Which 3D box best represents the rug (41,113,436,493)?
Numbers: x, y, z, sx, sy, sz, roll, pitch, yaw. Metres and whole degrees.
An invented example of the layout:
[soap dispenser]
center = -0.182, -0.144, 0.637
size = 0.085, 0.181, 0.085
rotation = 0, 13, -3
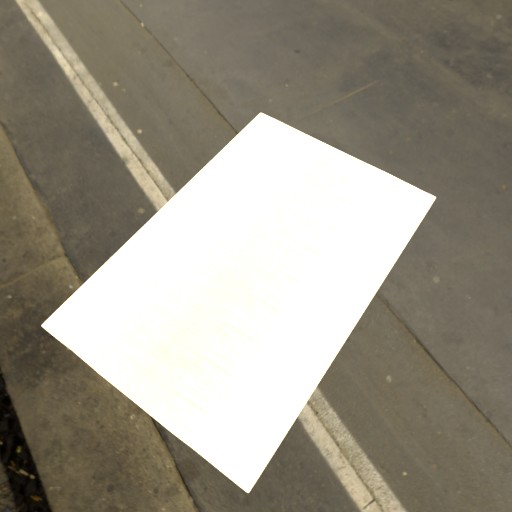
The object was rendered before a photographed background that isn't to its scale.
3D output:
[rug]
center = 0.000, 0.000, 2.340
size = 1.234, 0.006, 1.850
rotation = 31, 63, 18
